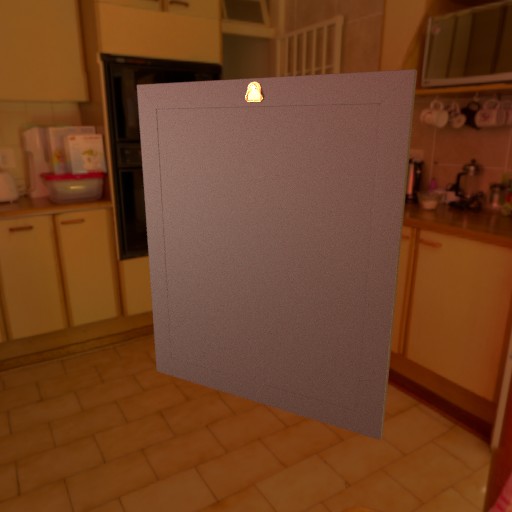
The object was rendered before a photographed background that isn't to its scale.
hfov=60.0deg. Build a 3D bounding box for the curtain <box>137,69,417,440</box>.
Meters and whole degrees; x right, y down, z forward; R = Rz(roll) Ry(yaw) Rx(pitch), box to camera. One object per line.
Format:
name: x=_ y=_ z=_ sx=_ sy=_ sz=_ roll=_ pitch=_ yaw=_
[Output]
curtain: x=0.000 y=0.000 z=0.783 sx=0.483 sy=0.585 sz=0.027 roll=8 pitch=18 yaw=26
